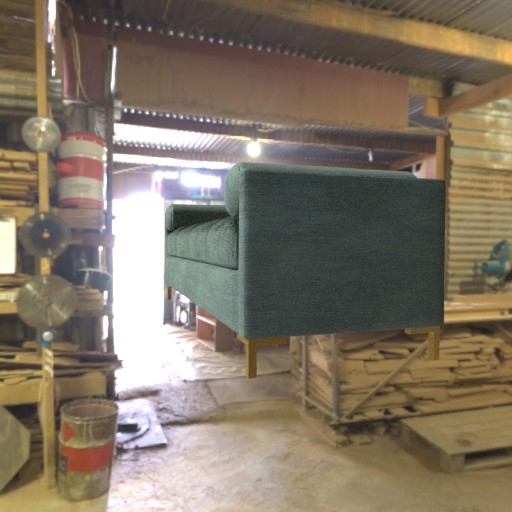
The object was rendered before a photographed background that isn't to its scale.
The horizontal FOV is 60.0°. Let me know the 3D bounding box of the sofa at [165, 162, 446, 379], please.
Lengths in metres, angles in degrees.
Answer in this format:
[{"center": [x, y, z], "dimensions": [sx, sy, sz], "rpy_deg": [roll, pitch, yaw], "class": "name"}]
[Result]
[{"center": [0.000, 0.000, 2.471], "dimensions": [0.796, 0.705, 2.102], "rpy_deg": [-1, 2, -18], "class": "sofa"}]
